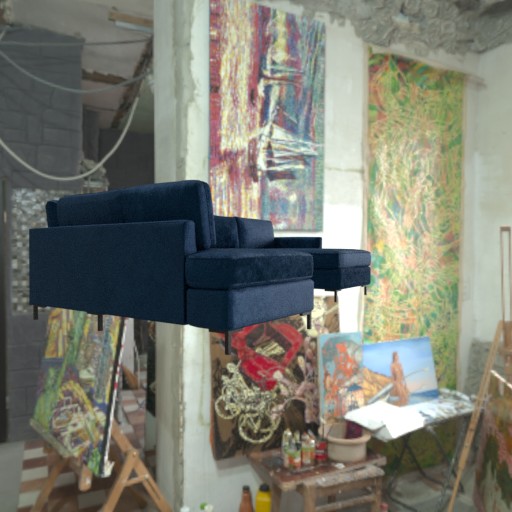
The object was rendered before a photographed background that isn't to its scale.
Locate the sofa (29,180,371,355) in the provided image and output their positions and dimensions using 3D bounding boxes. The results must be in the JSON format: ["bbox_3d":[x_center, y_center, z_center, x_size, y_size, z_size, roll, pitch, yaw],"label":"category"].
[{"bbox_3d":[0.000,0.000,4.315,2.055,0.992,3.434,1,1,35],"label":"sofa"}]
